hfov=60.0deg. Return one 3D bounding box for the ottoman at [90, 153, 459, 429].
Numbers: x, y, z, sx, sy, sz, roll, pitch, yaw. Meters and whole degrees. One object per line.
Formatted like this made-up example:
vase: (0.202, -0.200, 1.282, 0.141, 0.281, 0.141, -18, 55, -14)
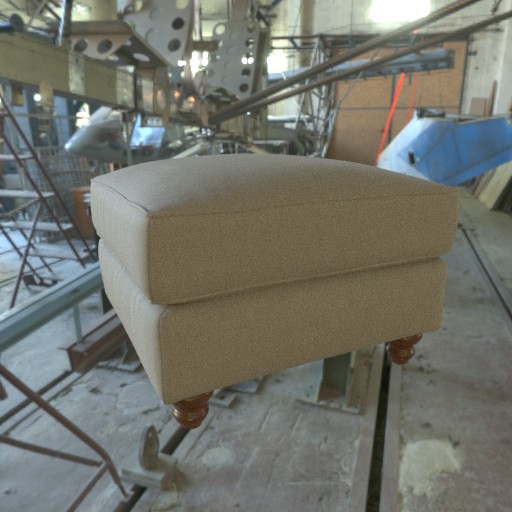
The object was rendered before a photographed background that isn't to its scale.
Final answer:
ottoman: (0.000, 0.000, 1.131, 0.716, 0.505, 0.662, -8, 17, -26)
